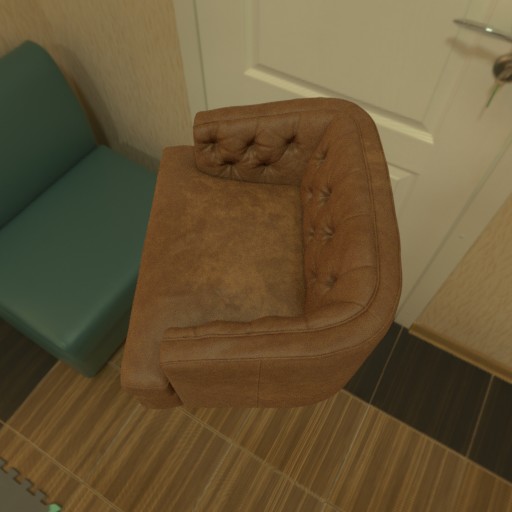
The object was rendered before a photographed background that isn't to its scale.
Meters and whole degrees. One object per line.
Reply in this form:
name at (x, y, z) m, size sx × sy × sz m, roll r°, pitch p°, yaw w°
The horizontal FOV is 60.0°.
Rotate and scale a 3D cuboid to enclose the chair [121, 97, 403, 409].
chair at (0.000, 0.000, 1.789) m, size 0.911 × 0.836 × 1.119 m, roll 1°, pitch 58°, yaw 1°
